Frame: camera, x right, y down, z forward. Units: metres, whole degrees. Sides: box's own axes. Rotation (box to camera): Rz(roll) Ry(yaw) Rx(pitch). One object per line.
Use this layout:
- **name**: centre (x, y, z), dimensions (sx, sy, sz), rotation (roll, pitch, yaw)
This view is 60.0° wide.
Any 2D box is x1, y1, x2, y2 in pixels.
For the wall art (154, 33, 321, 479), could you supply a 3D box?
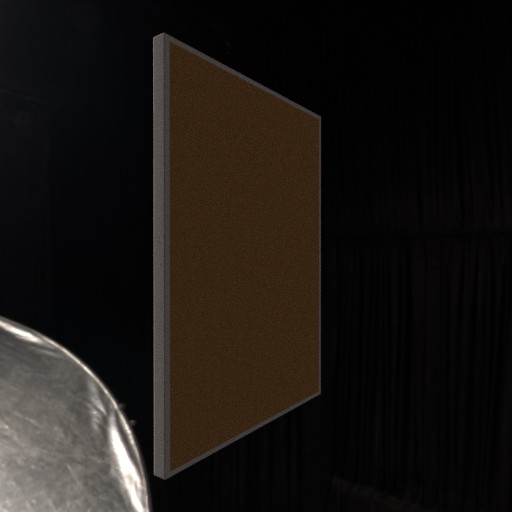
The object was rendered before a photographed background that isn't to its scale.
- **wall art**: centre (0.000, 0.000, 1.592), dimensions (0.046, 1.221, 0.914), rotation (0, 0, 36)
